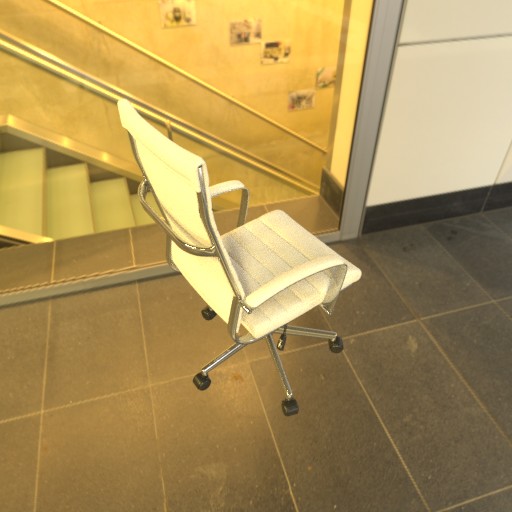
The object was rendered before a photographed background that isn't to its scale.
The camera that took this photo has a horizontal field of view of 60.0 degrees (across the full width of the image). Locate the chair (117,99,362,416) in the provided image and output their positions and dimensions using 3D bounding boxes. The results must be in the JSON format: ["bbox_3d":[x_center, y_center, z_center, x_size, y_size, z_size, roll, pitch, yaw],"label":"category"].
[{"bbox_3d":[0.000,0.000,1.589,0.679,1.149,0.679,-26,47,-26],"label":"chair"}]
